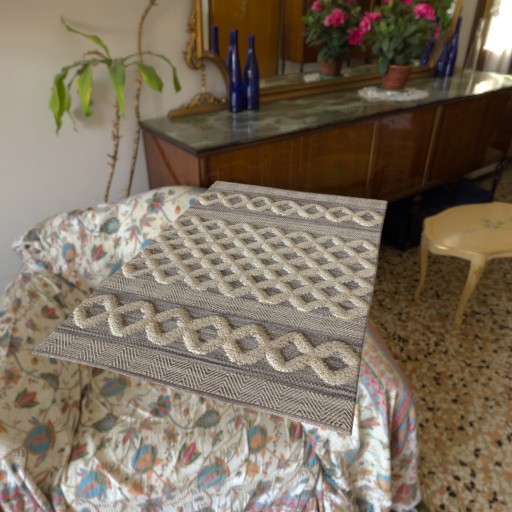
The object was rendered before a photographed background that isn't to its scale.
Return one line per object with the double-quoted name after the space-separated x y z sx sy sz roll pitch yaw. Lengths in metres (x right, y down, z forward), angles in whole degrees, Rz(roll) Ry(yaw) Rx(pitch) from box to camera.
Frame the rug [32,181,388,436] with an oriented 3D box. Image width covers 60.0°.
0.000 0.000 2.854 1.513 0.033 2.333 9 32 15 "rug"
